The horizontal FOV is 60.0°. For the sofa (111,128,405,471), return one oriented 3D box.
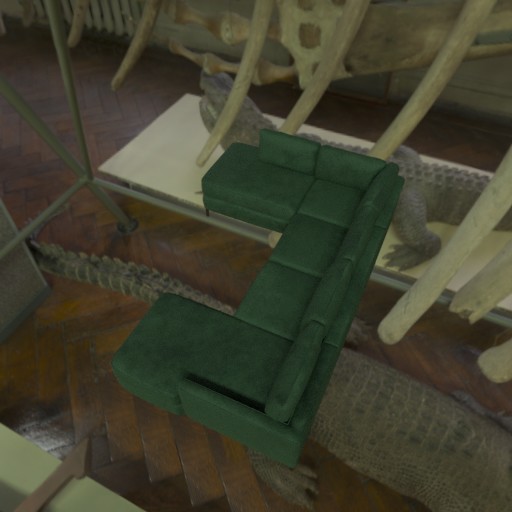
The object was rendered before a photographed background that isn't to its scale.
[{"bbox_3d":[0.000,0.000,4.033,1.992,0.861,2.994,19,51,17],"label":"sofa"}]
